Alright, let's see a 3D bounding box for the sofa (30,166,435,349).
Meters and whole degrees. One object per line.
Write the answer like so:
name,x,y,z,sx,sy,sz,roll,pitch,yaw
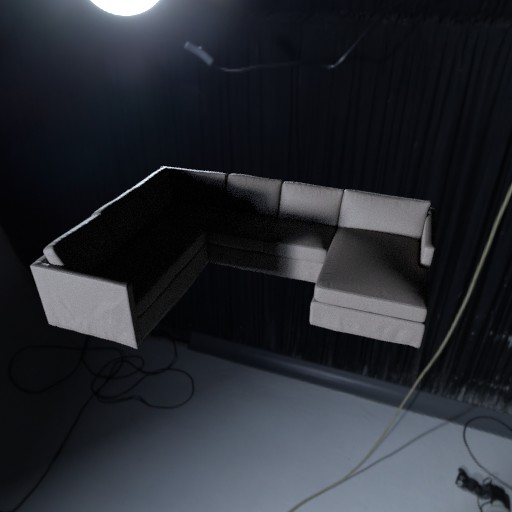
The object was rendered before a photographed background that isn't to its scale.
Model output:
sofa,0.000,0.000,4.577,3.460,0.882,2.427,10,33,16
